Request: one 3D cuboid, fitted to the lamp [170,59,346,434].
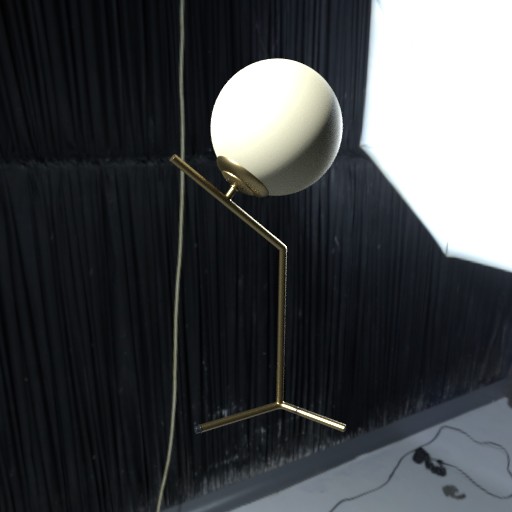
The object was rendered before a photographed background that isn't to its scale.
[{"bbox_3d":[0.000,0.000,0.669,0.251,0.552,0.210,-8,17,-26],"label":"lamp"}]
